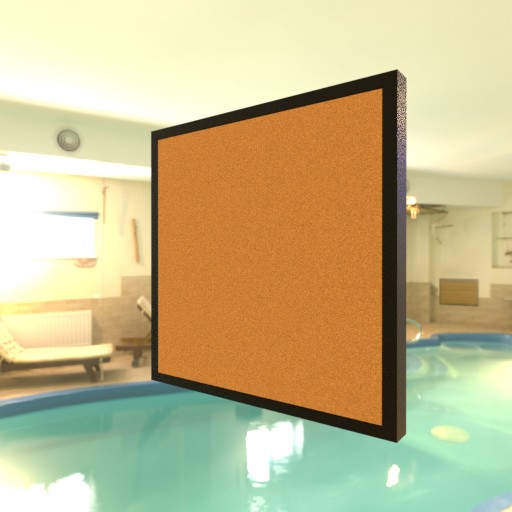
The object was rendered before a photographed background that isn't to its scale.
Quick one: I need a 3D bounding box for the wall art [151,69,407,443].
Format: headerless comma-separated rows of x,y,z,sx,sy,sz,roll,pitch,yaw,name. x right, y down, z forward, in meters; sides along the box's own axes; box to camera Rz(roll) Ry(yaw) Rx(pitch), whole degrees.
0.000,0.000,0.766,0.506,0.506,0.038,0,0,37,wall art
